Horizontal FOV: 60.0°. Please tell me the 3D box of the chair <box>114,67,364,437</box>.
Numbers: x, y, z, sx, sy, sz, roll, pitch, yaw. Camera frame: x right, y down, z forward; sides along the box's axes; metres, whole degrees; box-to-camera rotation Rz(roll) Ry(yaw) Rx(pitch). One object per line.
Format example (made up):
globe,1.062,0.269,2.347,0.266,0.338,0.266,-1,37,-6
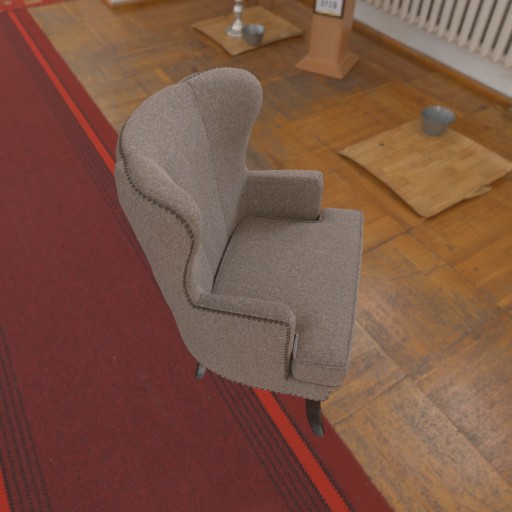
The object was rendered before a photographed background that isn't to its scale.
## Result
chair,0.000,0.000,1.604,0.758,1.060,0.759,10,48,9
